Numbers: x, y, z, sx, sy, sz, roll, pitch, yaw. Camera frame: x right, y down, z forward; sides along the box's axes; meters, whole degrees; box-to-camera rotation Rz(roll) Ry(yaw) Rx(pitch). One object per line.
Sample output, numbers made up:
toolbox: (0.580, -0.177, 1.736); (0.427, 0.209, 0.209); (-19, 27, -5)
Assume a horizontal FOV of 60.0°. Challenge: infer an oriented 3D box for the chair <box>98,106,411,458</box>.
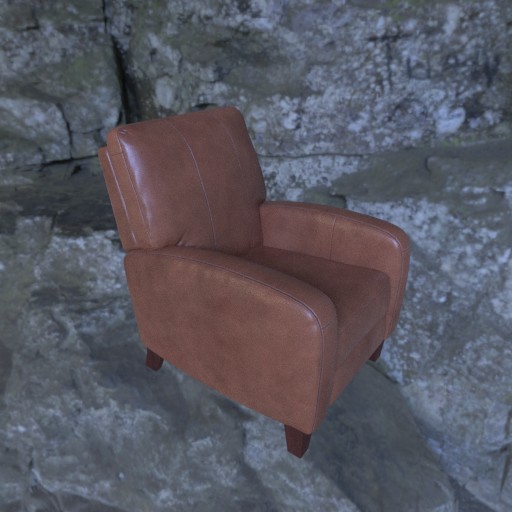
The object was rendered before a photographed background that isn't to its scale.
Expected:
chair: (0.000, 0.000, 1.715); (0.990, 0.990, 0.762); (19, 32, 33)
